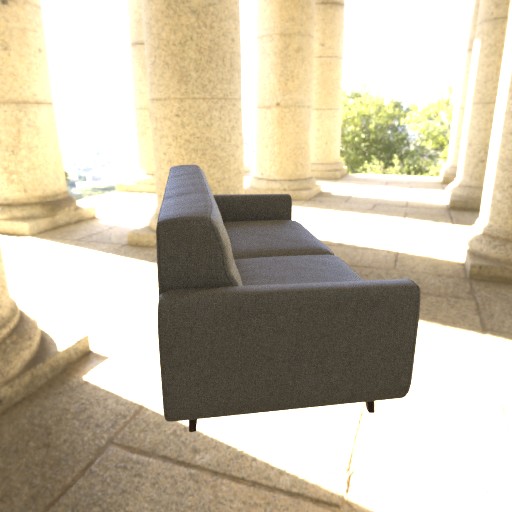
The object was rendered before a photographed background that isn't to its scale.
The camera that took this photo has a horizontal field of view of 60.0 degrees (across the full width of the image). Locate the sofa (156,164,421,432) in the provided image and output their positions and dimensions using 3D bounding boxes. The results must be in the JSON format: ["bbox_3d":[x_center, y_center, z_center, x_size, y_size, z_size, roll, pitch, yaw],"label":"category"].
[{"bbox_3d":[0.000,0.000,2.483,0.968,0.873,2.055,-3,17,-9],"label":"sofa"}]
